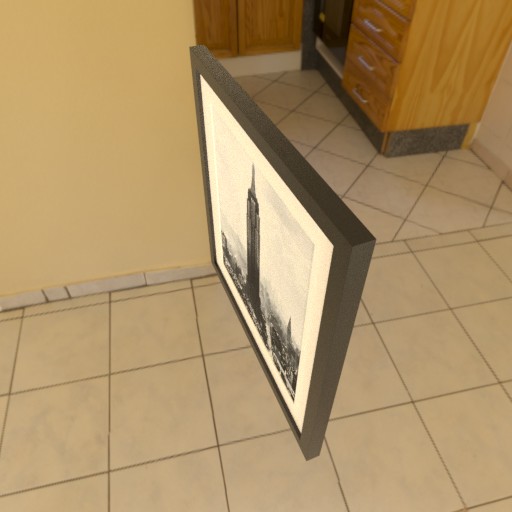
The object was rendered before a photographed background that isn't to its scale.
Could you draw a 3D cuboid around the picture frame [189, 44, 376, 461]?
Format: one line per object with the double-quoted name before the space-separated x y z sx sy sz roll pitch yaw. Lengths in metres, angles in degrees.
"picture frame" 0.000 0.000 0.815 0.029 0.557 0.559 -16 47 -16
